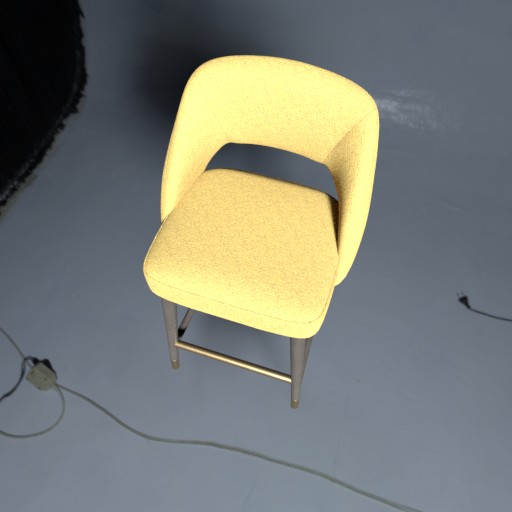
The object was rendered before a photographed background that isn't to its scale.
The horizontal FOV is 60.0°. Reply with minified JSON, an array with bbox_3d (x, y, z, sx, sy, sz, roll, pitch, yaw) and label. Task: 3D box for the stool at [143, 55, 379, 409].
[{"bbox_3d":[0.000,0.000,1.281,0.536,0.939,0.522,15,58,10],"label":"stool"}]
